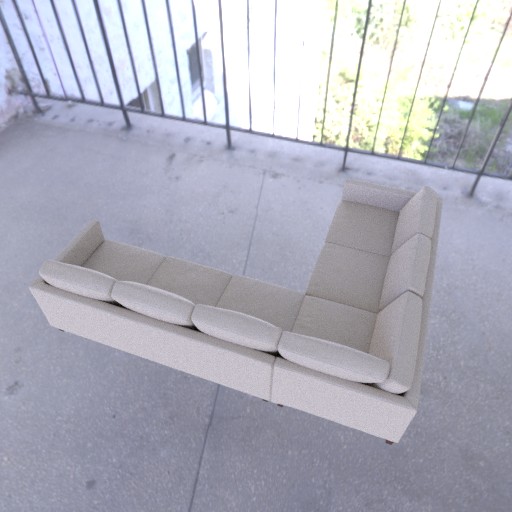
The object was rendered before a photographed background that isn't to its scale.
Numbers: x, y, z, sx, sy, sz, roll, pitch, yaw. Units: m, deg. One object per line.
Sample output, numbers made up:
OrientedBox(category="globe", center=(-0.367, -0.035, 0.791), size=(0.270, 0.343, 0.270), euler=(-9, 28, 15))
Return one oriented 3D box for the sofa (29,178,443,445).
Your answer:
OrientedBox(category="sofa", center=(0.000, 0.000, 4.274), size=(3.182, 0.863, 2.432), euler=(15, 48, 14))
